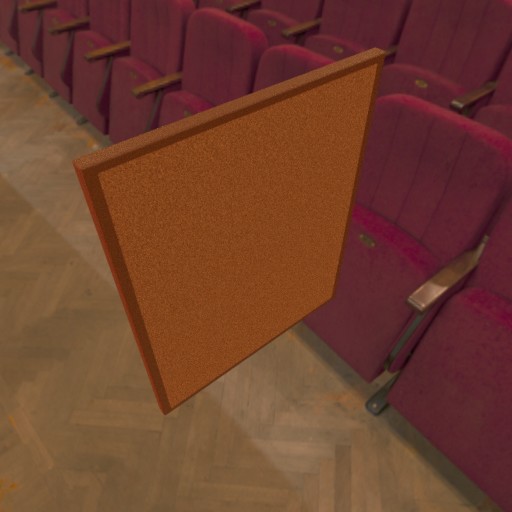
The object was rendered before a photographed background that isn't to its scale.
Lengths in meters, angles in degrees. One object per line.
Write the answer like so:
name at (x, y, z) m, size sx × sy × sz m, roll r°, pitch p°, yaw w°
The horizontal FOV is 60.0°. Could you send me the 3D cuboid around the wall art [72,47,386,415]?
wall art at (0.000, 0.000, 0.500) m, size 0.310 × 0.379 × 0.015 m, roll -30°, pitch 53°, yaw -26°
